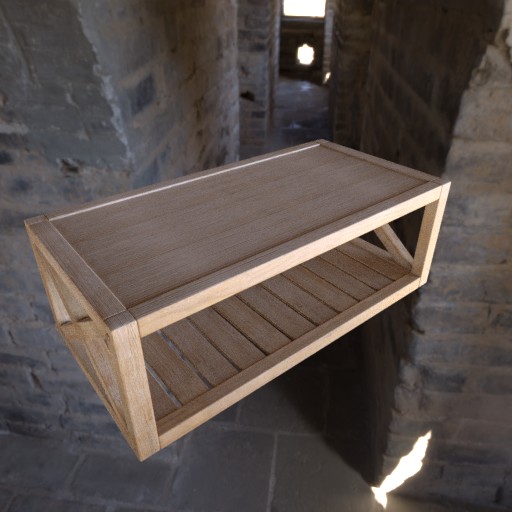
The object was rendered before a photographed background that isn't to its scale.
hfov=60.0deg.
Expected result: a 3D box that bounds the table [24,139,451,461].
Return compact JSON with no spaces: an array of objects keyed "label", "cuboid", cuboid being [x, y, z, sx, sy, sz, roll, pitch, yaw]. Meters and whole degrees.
[{"label":"table","cuboid":[0.000,0.000,1.615,1.321,0.457,0.660,-23,39,-32]}]
